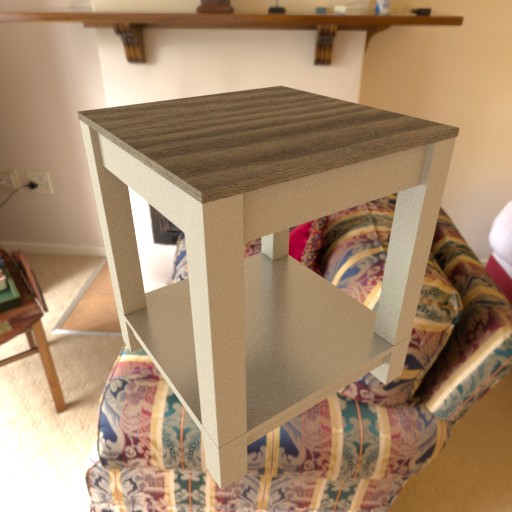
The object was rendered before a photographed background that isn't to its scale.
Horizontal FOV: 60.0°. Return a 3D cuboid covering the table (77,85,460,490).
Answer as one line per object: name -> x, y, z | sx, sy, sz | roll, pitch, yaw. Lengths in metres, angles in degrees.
table -> 0.000, 0.000, 0.968 | 0.506, 0.587, 0.504 | -19, 36, -30
